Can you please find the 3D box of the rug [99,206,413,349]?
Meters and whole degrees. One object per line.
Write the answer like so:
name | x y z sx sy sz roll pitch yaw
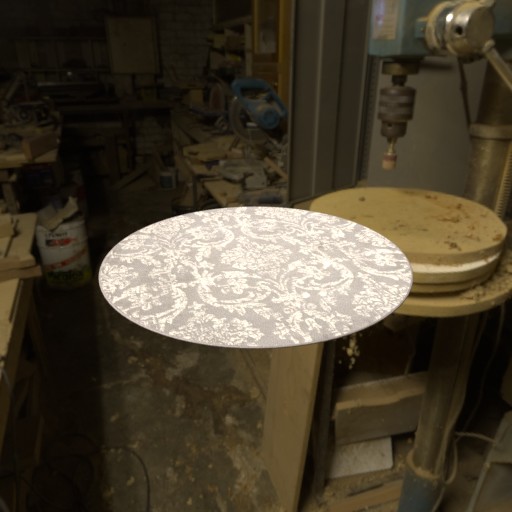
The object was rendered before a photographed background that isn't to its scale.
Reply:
rug | 0.000 0.000 2.357 1.593 0.012 1.593 0 25 0
